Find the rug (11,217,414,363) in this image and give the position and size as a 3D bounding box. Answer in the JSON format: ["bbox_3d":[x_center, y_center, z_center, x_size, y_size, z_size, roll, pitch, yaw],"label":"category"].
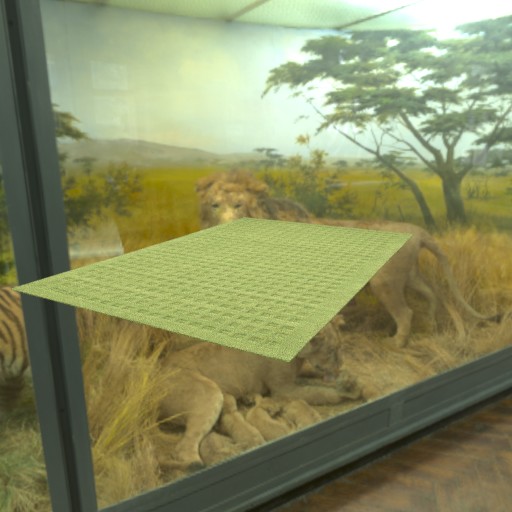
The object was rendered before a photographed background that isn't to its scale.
[{"bbox_3d":[0.000,0.000,2.823,1.529,0.007,2.297,8,17,28],"label":"rug"}]
